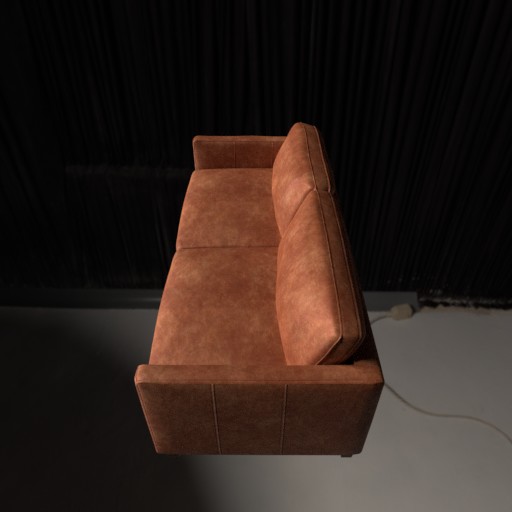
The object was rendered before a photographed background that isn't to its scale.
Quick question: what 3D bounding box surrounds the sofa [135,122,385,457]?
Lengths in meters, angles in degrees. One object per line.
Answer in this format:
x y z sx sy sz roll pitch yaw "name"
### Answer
0.000 0.000 2.444 0.923 0.863 1.971 0 40 0 "sofa"
